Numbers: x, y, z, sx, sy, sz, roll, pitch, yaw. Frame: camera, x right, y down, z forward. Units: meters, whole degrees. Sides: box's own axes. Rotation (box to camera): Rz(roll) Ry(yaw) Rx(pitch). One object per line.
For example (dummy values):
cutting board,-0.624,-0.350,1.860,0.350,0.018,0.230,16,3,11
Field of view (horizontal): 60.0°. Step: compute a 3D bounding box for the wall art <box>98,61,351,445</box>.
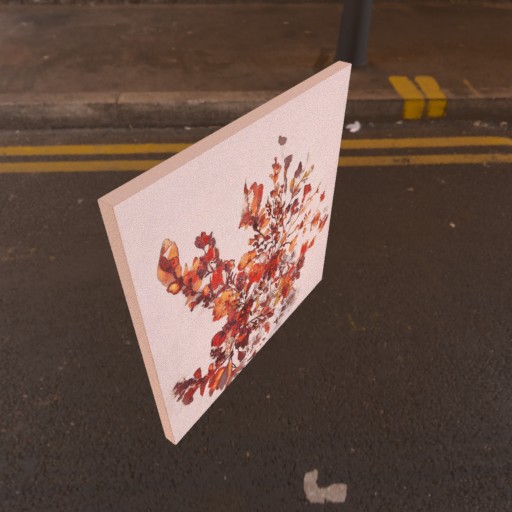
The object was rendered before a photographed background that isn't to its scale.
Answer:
wall art,0.000,0.000,1.513,0.049,1.009,1.009,26,48,26
